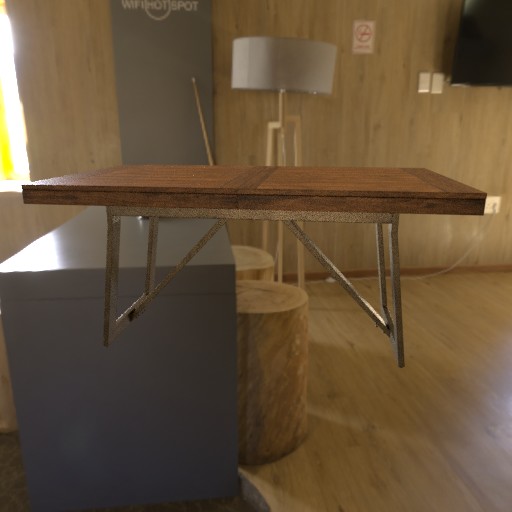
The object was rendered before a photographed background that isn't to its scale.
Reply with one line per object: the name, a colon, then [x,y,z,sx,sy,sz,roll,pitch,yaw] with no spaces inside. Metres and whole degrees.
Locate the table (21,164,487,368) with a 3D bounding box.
table: [0.000,0.000,2.090,1.641,0.757,0.931,2,16,8]
